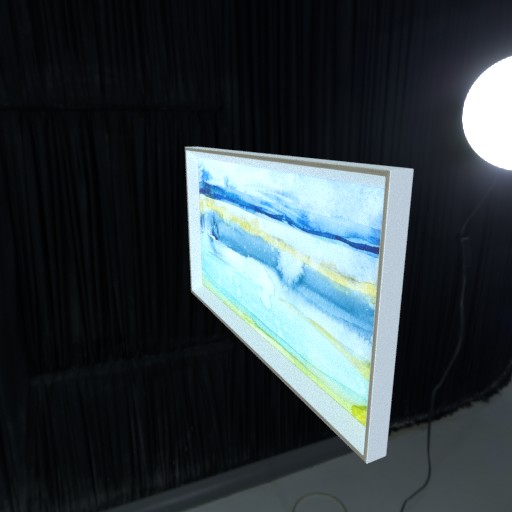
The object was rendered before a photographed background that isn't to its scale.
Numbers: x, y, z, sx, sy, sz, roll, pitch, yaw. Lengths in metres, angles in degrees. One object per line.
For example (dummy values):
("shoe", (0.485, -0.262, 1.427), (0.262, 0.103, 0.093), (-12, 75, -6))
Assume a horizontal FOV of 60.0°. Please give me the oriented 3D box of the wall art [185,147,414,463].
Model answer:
("wall art", (0.000, 0.000, 0.957), (0.038, 0.431, 0.812), (-8, 18, -25))
